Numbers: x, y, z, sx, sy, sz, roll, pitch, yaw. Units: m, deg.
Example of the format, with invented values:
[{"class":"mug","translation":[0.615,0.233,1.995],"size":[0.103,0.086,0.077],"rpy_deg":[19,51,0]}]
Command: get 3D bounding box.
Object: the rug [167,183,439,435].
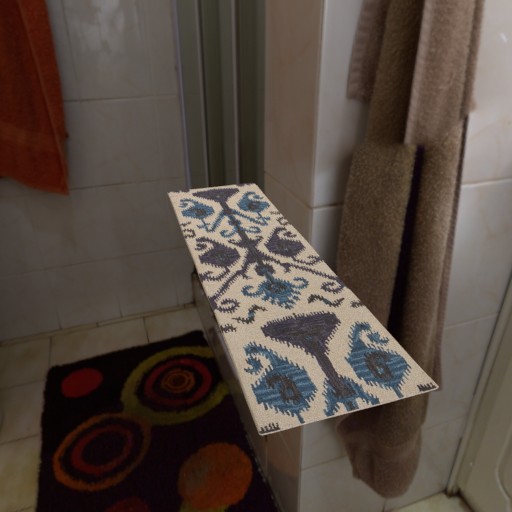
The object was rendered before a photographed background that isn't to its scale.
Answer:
[{"class":"rug","translation":[0.000,0.000,2.490],"size":[0.692,0.017,2.301],"rpy_deg":[-9,30,-15]}]
